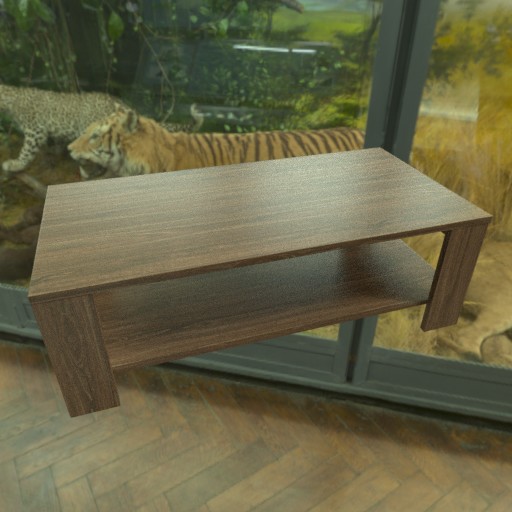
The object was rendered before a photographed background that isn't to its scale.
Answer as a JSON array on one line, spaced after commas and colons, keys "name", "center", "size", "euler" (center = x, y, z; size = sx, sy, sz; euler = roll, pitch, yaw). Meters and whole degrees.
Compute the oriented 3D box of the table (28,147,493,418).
[{"name": "table", "center": [0.000, 0.000, 1.435], "size": [1.200, 0.400, 0.600], "euler": [-10, 34, -15]}]
